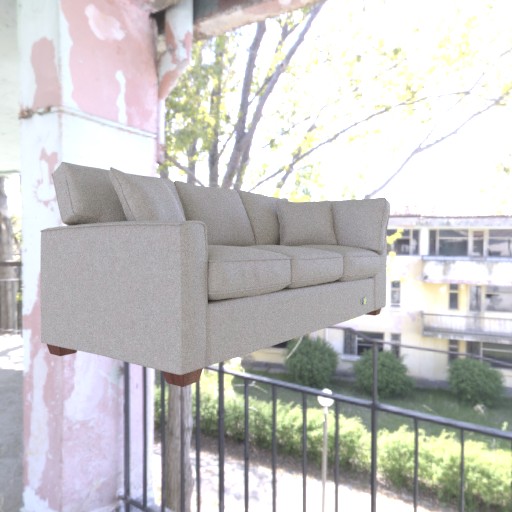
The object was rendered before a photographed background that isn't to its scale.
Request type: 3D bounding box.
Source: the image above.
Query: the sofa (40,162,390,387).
[{"bbox_3d":[0.000,0.000,2.865,1.061,0.962,2.317,1,2,35],"label":"sofa"}]
